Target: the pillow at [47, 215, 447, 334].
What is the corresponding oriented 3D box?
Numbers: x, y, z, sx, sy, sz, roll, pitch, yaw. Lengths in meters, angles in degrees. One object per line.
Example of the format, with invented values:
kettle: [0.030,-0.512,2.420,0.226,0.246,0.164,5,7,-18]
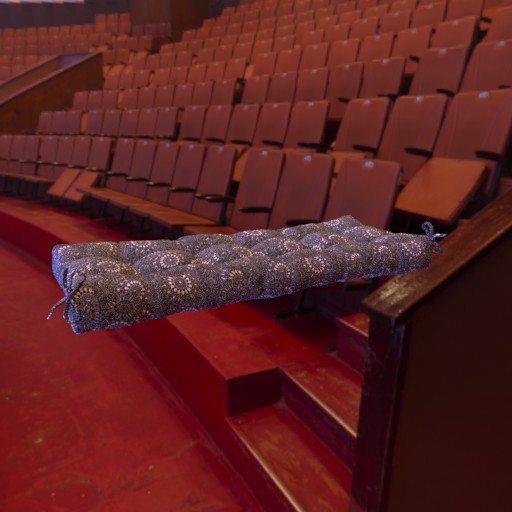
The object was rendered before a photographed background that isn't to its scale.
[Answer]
pillow: [0.000,0.000,1.356,1.194,0.174,0.511,-8,17,-27]
